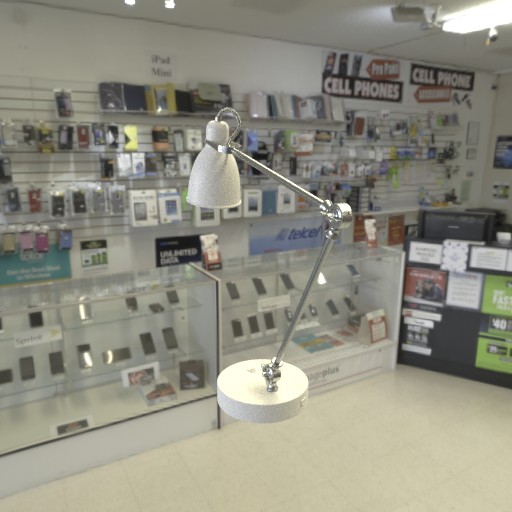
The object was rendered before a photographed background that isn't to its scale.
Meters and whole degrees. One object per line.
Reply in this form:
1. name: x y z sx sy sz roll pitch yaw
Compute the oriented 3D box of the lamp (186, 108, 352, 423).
1. lamp: 0.000 0.000 0.877 0.187 0.587 0.561 -7 15 -26
